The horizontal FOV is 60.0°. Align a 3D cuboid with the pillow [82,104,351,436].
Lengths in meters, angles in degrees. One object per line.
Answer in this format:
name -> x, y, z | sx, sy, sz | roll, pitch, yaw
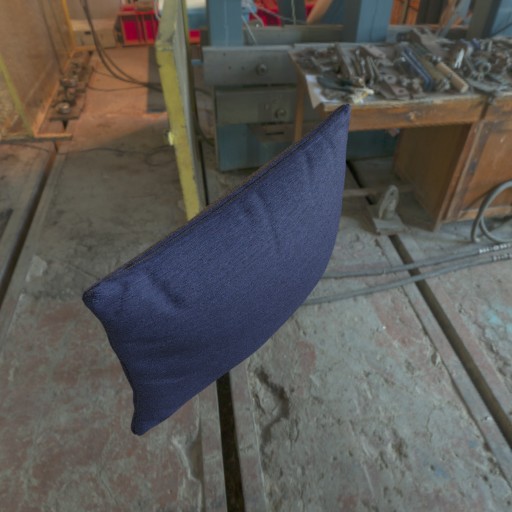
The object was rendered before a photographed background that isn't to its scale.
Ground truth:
pillow -> 0.000, 0.000, 0.787 | 0.210, 0.338, 0.633 | 26, 49, 26
